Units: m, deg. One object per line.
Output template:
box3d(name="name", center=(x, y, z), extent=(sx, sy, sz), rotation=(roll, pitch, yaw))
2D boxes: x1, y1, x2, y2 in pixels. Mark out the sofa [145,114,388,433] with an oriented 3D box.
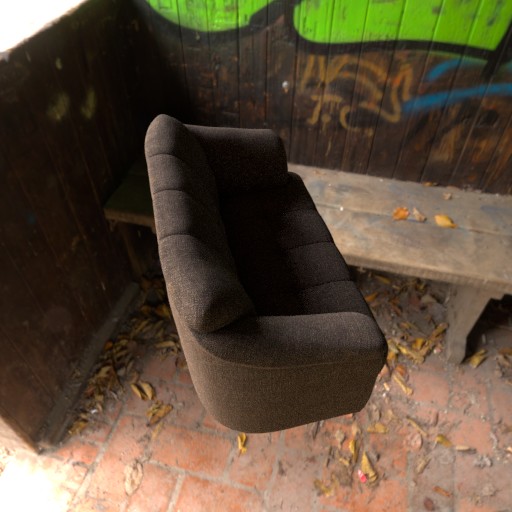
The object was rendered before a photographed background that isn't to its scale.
box3d(name="sofa", center=(0.000, 0.000, 2.011), extent=(0.799, 0.895, 1.404), rotation=(-10, 48, -10))
